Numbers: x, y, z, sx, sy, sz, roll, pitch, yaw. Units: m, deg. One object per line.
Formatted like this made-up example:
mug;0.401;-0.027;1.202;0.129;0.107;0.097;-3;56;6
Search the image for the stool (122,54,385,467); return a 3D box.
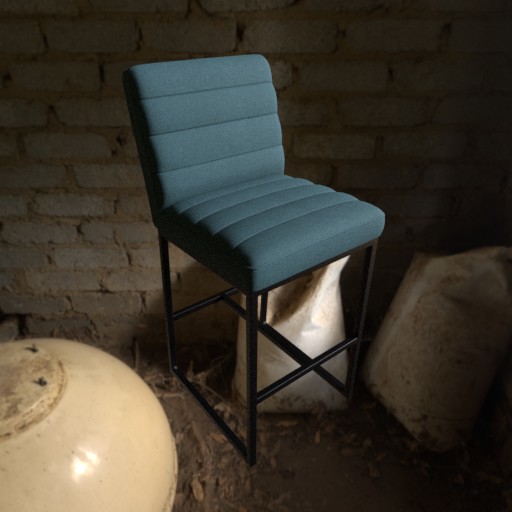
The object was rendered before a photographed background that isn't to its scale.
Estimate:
stool;0.000;0.000;1.320;0.460;1.040;0.560;-22;37;-32
